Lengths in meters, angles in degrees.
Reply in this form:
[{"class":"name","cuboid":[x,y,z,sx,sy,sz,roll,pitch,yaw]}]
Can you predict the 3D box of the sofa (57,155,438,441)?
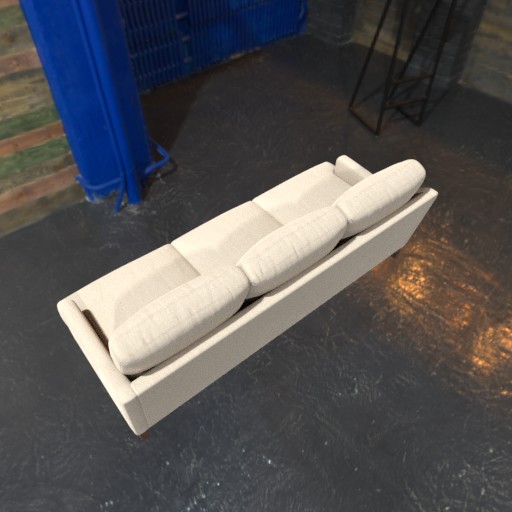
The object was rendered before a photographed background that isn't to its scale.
[{"class":"sofa","cuboid":[0.000,0.000,2.856,2.321,0.913,1.000,-31,54,-25]}]
